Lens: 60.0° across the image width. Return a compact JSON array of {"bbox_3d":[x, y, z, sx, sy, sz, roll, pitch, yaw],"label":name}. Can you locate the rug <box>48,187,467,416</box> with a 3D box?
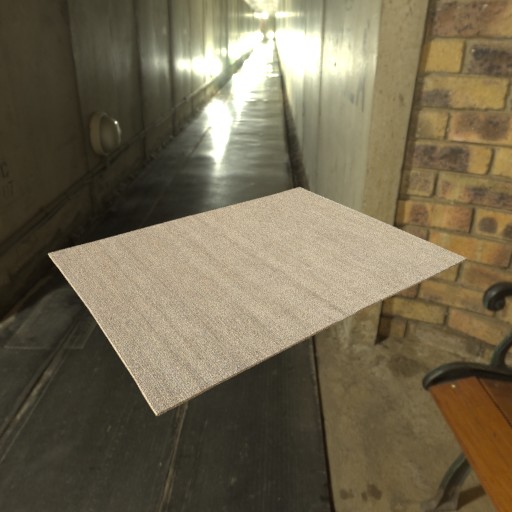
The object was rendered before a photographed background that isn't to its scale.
[{"bbox_3d":[0.000,0.000,4.794,3.626,0.051,2.757,-19,34,-31],"label":"rug"}]
